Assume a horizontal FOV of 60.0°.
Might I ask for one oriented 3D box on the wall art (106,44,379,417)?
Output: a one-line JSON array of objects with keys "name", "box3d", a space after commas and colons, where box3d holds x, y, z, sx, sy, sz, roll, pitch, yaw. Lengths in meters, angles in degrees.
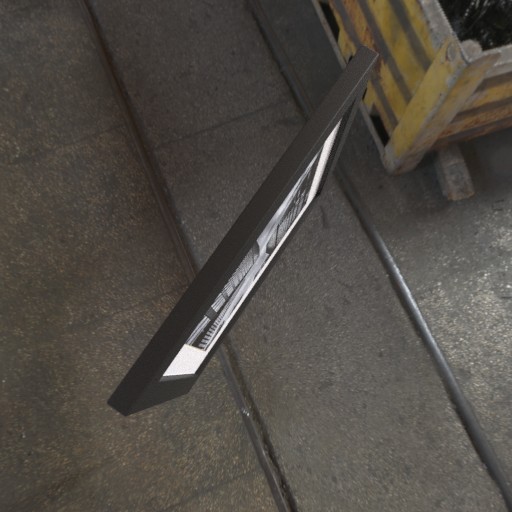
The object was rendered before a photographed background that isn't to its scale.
[{"name": "wall art", "box3d": [0.000, 0.000, 0.762, 0.031, 0.457, 0.558, 33, 78, 8]}]
